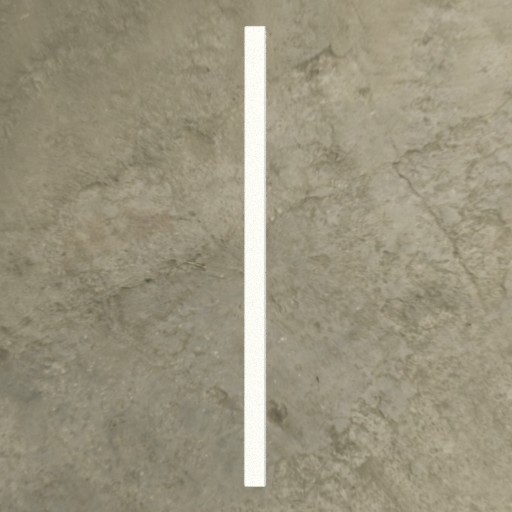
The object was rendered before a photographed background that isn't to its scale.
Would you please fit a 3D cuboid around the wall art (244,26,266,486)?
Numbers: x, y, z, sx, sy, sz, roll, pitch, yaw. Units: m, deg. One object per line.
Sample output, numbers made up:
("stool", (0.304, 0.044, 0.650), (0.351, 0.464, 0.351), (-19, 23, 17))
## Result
("wall art", (0.000, 0.000, 0.866), (0.036, 0.256, 0.766), (0, 89, 1))
